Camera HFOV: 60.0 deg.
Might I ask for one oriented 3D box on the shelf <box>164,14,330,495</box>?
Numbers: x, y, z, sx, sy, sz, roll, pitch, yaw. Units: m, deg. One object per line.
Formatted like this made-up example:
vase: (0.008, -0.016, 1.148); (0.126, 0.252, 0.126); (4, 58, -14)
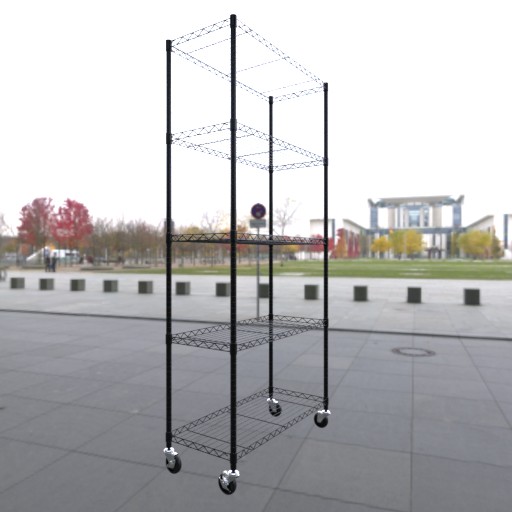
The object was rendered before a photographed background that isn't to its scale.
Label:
shelf: (0.000, 0.000, 1.901); (0.356, 1.645, 0.762); (0, 0, 35)
